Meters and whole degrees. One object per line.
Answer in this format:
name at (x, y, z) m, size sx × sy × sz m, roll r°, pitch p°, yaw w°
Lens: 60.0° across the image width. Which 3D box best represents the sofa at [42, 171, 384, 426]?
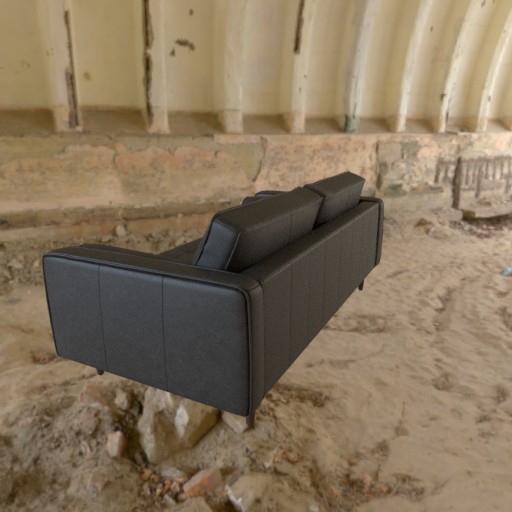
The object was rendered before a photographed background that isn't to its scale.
sofa at (0.000, 0.000, 2.308) m, size 0.921 × 0.770 × 1.879 m, roll 8°, pitch 18°, yaw 26°
